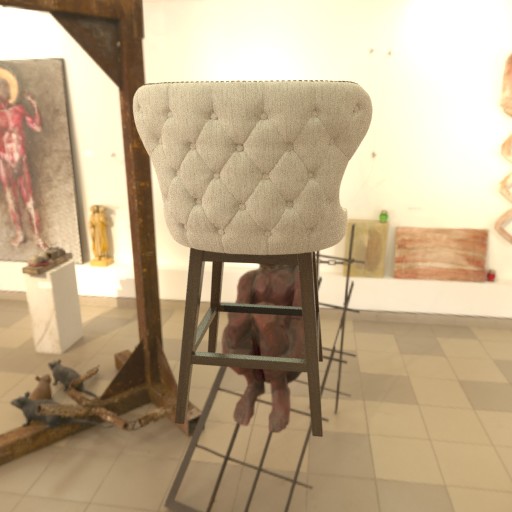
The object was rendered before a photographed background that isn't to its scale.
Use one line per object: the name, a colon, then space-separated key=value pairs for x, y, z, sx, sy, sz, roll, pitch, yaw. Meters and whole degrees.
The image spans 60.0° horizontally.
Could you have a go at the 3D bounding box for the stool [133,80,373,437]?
stool: x=0.000 y=0.000 z=1.372 sx=0.615 sy=0.972 sz=0.597 roll=2 pitch=17 yaw=8
